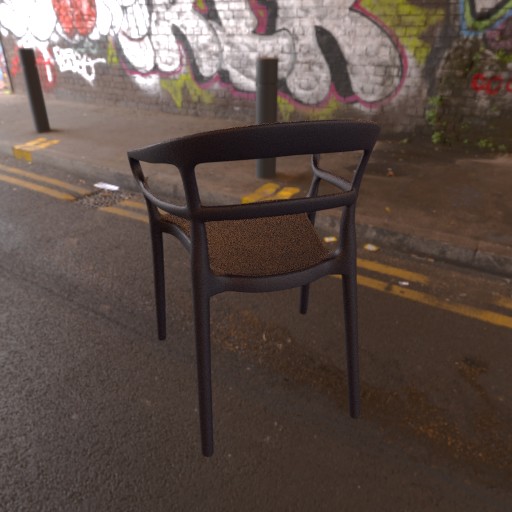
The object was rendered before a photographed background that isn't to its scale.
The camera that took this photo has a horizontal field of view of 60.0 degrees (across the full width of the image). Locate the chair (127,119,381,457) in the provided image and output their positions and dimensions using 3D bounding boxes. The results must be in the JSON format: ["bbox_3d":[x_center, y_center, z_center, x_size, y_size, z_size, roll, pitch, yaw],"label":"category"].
[{"bbox_3d":[0.000,0.000,1.132,0.559,0.761,0.527,-8,28,-15],"label":"chair"}]
